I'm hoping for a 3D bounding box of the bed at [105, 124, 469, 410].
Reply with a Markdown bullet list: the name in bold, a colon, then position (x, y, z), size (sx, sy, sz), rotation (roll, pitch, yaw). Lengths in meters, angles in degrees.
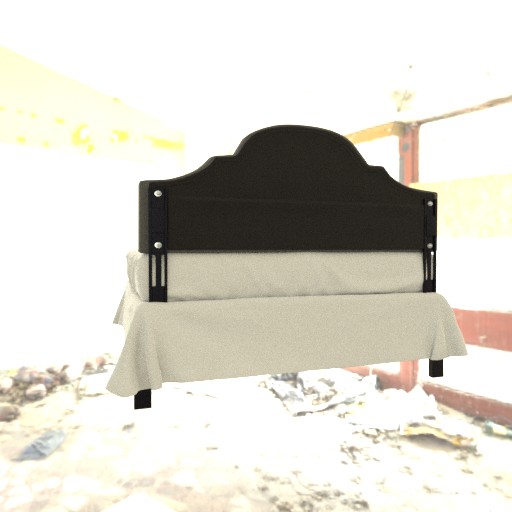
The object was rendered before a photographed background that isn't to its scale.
- **bed**: position (0.000, 0.000, 3.624), size (2.303, 1.631, 2.222), rotation (0, 1, -18)
